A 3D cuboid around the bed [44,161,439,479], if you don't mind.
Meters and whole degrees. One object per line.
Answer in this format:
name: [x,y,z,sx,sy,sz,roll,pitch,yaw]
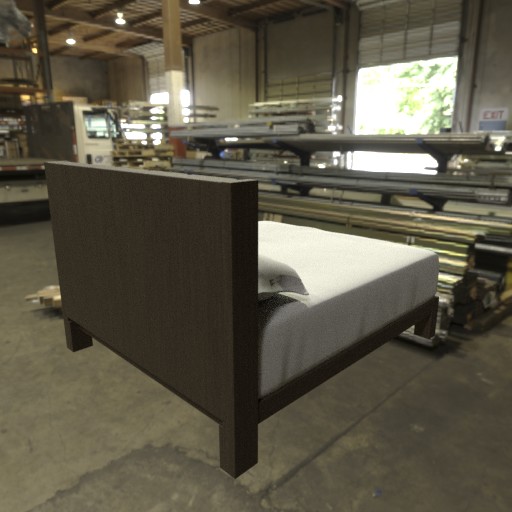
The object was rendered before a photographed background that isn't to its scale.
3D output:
bed: [0.000,0.000,3.001,1.735,1.261,1.992,15,21,43]
